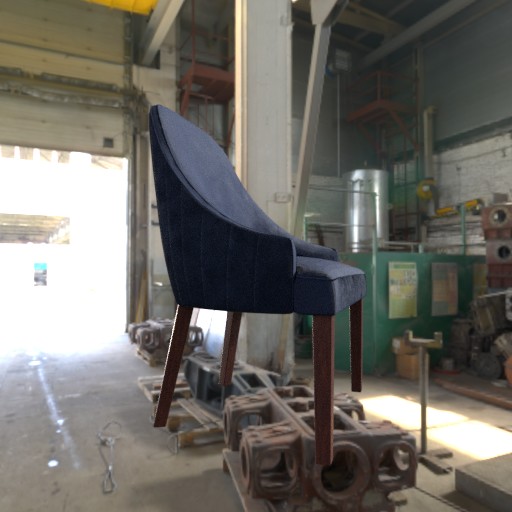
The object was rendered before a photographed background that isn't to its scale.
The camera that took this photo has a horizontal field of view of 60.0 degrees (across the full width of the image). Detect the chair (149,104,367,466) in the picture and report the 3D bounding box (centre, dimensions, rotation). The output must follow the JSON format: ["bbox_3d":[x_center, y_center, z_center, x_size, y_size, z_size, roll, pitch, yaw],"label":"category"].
[{"bbox_3d":[0.000,0.000,1.301,0.575,0.889,0.643,-1,-2,19],"label":"chair"}]
